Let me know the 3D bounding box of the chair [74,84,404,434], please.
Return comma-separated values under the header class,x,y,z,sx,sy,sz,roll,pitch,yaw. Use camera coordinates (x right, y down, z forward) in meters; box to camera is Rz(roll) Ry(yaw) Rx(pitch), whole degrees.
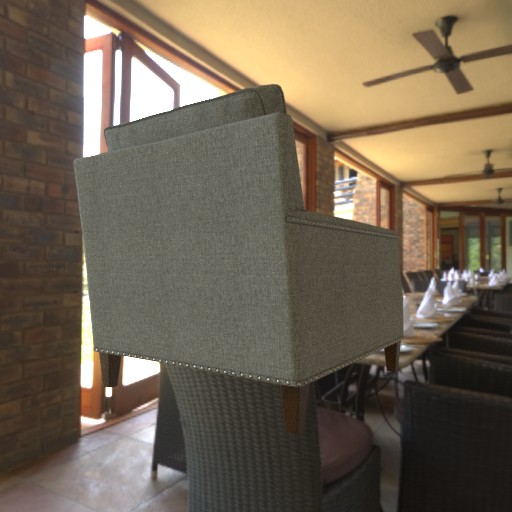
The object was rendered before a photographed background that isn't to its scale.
class,x,y,z,sx,sy,sz,roll,pitch,yaw
chair,0.000,0.000,1.698,0.853,0.943,1.014,-1,-2,35
